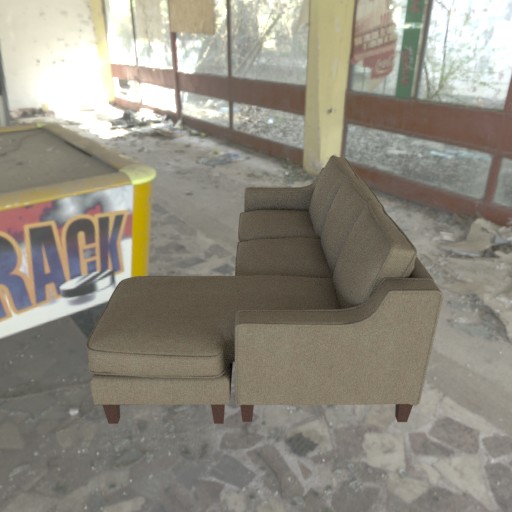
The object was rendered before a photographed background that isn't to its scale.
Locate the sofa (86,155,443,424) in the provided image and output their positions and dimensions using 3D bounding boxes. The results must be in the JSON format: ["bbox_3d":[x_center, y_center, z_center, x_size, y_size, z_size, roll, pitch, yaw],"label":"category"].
[{"bbox_3d":[0.000,0.000,3.310,1.858,1.081,2.317,0,26,0],"label":"sofa"}]
